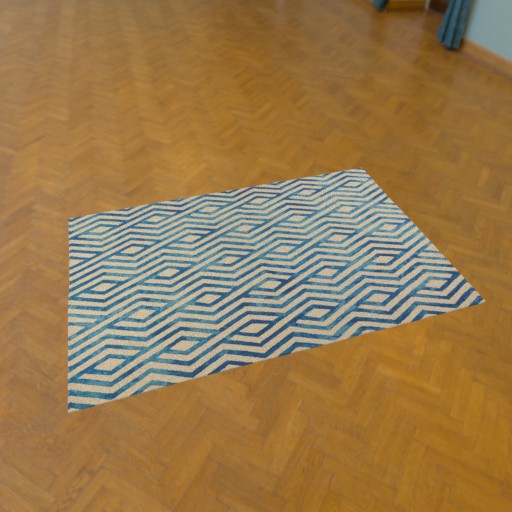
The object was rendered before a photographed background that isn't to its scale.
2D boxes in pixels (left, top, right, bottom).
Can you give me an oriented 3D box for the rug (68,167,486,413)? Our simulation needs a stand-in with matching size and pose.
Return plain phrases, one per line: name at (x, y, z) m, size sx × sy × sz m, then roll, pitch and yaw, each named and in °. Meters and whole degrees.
rug at (0.000, 0.000, 2.263) m, size 1.830 × 0.008 × 1.225 m, roll -12°, pitch 44°, yaw -13°
